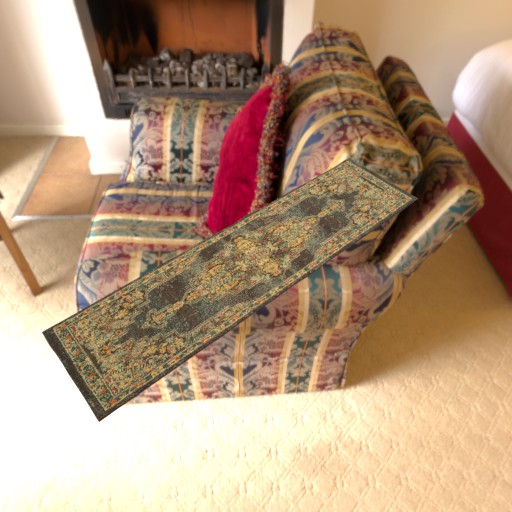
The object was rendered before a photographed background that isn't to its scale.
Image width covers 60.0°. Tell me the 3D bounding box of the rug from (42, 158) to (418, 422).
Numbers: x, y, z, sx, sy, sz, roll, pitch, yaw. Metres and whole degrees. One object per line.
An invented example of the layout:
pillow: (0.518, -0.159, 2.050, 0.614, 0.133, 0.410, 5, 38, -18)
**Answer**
rug: (0.000, 0.000, 2.542, 2.283, 0.016, 0.602, -32, 55, -26)
